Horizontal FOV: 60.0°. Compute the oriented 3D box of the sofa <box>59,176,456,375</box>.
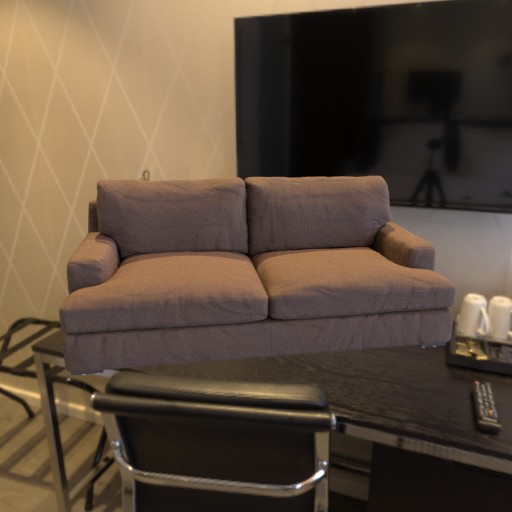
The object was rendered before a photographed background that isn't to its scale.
[{"bbox_3d":[0.000,0.000,2.919,2.274,0.950,1.140,-3,17,-9],"label":"sofa"}]
